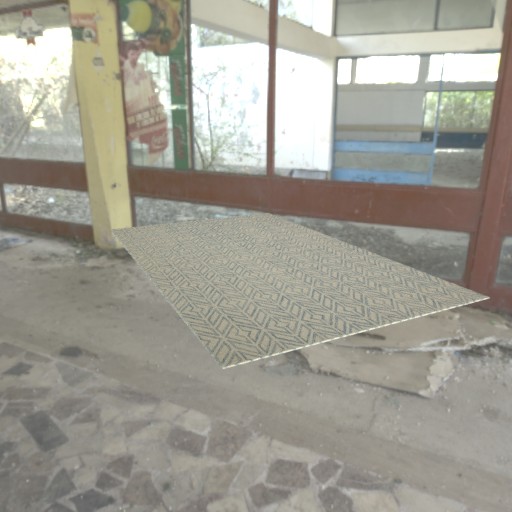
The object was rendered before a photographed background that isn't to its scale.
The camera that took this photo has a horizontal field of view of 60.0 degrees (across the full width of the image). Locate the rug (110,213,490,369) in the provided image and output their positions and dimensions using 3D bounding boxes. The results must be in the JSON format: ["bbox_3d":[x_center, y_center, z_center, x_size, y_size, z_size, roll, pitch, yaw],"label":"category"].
[{"bbox_3d":[0.000,0.000,3.045,1.526,0.008,2.441,-9,19,-26],"label":"rug"}]
